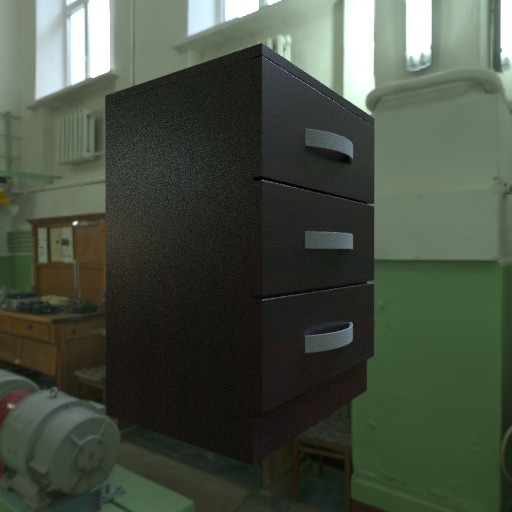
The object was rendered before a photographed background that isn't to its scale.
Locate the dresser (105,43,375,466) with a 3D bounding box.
[{"bbox_3d":[0.000,0.000,0.831,0.360,0.560,0.400,0,1,36],"label":"dresser"}]
